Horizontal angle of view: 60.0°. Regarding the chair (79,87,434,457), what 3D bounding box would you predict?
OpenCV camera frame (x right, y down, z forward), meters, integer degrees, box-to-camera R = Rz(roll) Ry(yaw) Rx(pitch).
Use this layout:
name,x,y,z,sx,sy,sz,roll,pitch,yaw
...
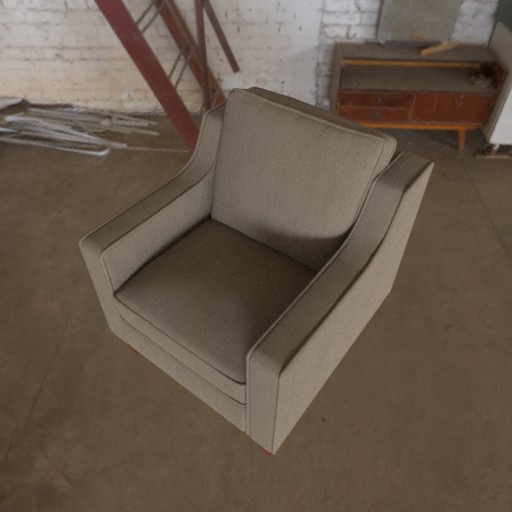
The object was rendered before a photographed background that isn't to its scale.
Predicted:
name,x,y,z,sx,sy,sz,roll,pitch,yaw
chair,0.000,0.000,1.651,0.831,0.960,0.909,28,52,25
